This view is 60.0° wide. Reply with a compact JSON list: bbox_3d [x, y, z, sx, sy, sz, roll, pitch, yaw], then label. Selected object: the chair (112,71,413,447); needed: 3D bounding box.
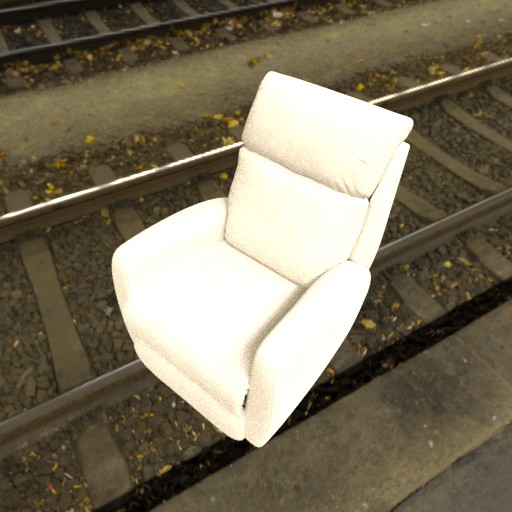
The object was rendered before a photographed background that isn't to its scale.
[{"bbox_3d":[0.000,0.000,1.692,0.812,1.015,0.941,30,53,26],"label":"chair"}]
